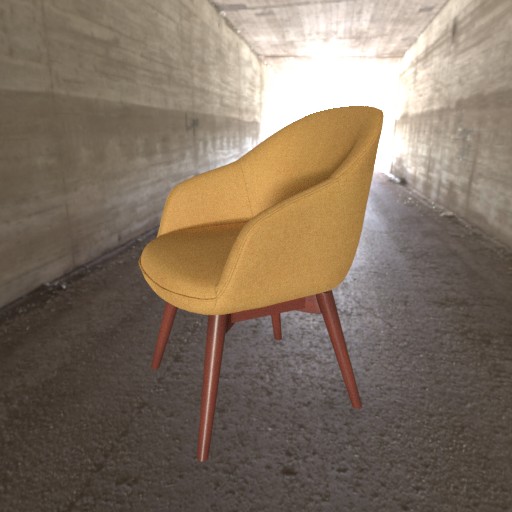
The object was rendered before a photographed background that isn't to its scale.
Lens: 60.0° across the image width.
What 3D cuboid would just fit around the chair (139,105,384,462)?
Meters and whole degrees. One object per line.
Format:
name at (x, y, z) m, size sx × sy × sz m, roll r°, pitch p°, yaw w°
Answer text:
chair at (0.000, 0.000, 1.260) m, size 0.635 × 0.823 × 0.596 m, roll -8°, pitch 18°, yaw -25°
